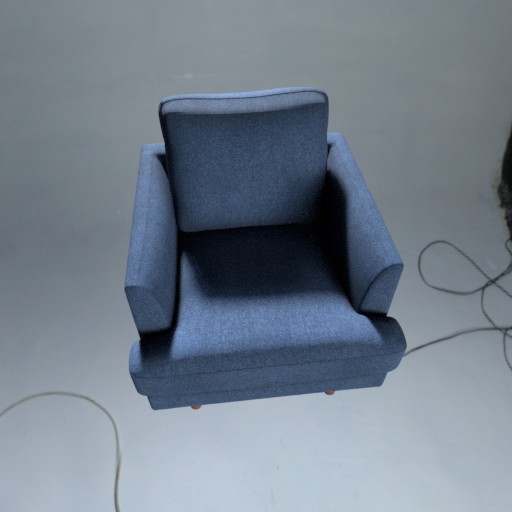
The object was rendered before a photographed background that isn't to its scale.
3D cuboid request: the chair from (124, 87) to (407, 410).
[{"bbox_3d":[0.000,0.000,1.621,0.858,0.957,0.899,-5,46,-4],"label":"chair"}]
